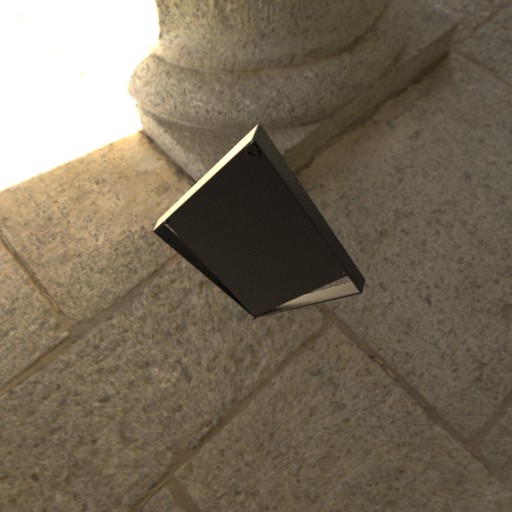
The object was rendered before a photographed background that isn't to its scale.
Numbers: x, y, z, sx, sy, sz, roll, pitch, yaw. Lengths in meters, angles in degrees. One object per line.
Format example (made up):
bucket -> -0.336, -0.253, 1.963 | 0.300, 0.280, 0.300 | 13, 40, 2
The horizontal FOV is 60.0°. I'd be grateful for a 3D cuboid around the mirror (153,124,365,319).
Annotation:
mirror -> 0.000, 0.000, 0.848 | 0.419, 0.679, 0.032 | 16, 65, 8
